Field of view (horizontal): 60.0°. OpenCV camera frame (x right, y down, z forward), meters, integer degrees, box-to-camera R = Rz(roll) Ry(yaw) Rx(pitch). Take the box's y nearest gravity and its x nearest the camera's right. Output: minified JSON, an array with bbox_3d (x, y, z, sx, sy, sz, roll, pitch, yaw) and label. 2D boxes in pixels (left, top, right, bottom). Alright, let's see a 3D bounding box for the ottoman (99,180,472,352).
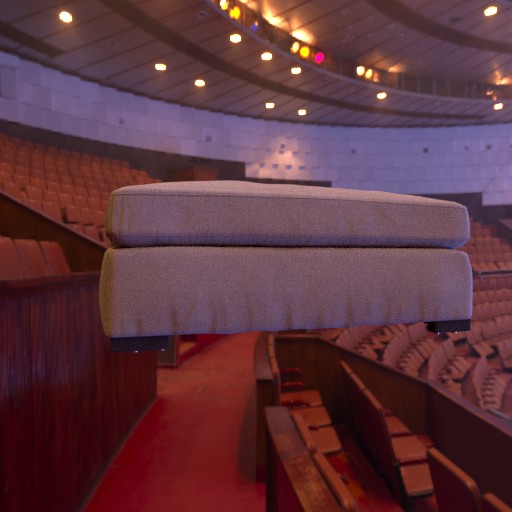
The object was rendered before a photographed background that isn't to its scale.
[{"bbox_3d":[0.000,0.000,1.840,1.203,0.517,1.171,0,0,-18],"label":"ottoman"}]
